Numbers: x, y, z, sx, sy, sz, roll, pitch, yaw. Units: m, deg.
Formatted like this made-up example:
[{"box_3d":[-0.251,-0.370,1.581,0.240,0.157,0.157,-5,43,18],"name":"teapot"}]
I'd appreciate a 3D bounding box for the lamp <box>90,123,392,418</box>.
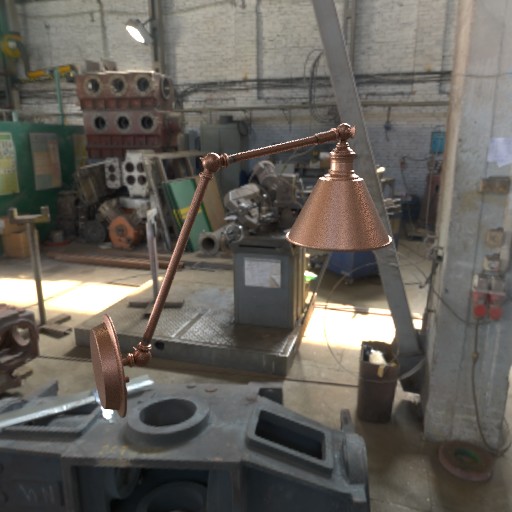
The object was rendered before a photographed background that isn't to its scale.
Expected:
[{"box_3d":[0.000,0.000,0.868,0.624,0.502,0.223,-8,17,-27],"name":"lamp"}]
